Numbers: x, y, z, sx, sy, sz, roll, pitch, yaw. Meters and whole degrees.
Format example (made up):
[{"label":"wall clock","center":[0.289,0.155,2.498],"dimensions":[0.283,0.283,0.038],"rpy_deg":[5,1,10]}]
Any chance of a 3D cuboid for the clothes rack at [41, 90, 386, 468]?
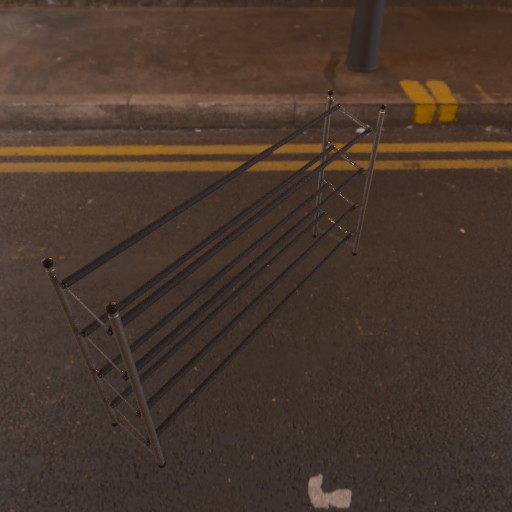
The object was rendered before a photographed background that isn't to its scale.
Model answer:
[{"label":"clothes rack","center":[0.000,0.000,1.426],"dimensions":[0.229,0.672,1.168],"rpy_deg":[27,48,27]}]
